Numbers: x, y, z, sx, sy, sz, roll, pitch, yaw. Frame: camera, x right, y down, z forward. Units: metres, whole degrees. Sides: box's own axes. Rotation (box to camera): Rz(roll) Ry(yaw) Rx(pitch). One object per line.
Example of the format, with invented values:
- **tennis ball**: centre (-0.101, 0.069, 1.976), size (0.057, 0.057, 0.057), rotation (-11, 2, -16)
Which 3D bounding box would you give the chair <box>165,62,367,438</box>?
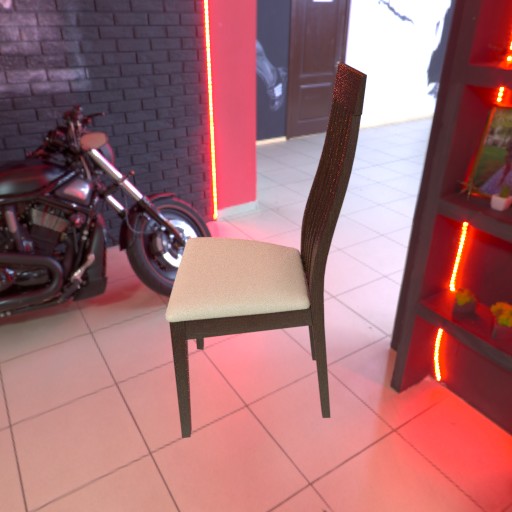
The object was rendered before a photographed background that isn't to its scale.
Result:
- **chair**: centre (0.000, 0.000, 1.306), size (0.474, 1.027, 0.460), rotation (0, 28, 0)
